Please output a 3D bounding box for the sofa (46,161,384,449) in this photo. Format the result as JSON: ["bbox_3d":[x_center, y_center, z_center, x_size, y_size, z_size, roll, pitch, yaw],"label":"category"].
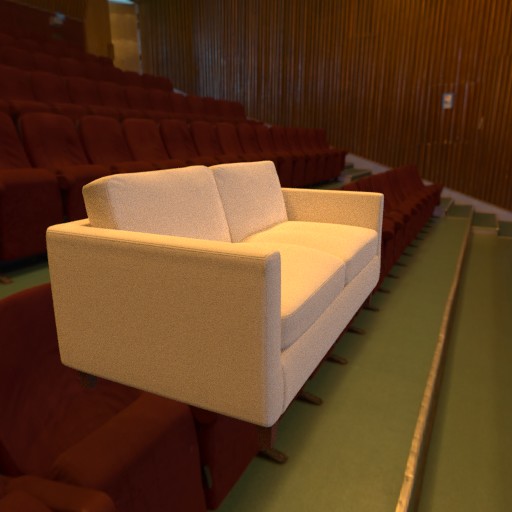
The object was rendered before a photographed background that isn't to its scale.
[{"bbox_3d":[0.000,0.000,2.227,0.964,0.888,1.702,7,16,26],"label":"sofa"}]
